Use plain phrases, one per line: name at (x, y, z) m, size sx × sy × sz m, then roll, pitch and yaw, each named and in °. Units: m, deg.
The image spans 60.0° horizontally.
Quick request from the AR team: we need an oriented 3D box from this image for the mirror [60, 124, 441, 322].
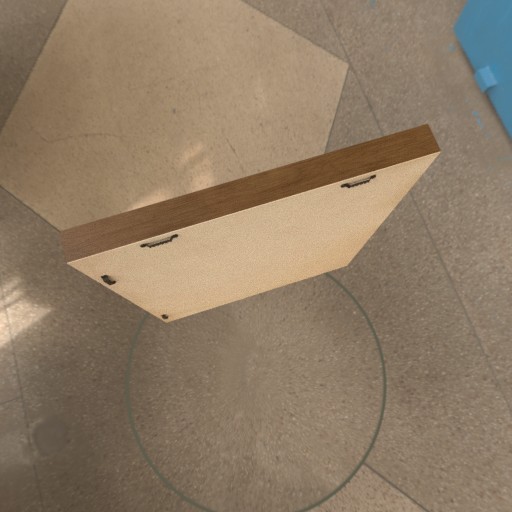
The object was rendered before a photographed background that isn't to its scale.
mirror at (0.000, 0.000, 0.705) m, size 0.405 × 0.508 × 0.041 m, roll -17°, pitch 76°, yaw -5°
